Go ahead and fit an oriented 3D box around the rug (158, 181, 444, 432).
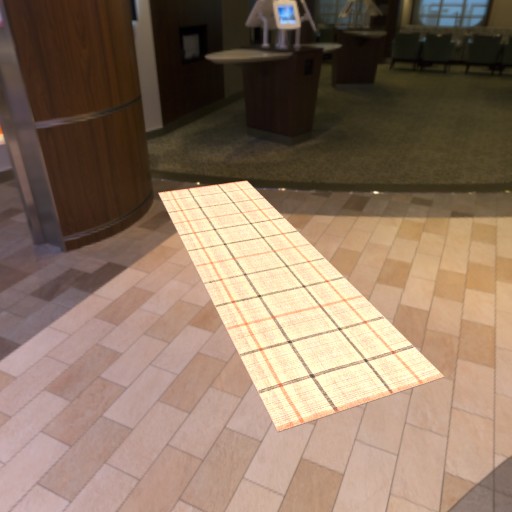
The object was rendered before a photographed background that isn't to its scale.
[{"bbox_3d":[0.000,0.000,2.725,0.762,0.008,2.439,-11,32,-18],"label":"rug"}]
